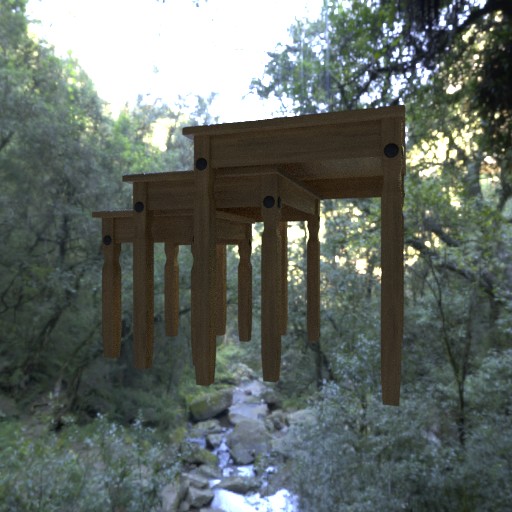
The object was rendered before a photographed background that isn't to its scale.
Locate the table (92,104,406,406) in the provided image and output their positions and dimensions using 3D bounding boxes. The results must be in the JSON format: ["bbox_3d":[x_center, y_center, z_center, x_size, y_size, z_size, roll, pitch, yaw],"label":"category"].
[{"bbox_3d":[0.000,0.000,1.209,0.773,0.535,0.660,0,0,19],"label":"table"}]
